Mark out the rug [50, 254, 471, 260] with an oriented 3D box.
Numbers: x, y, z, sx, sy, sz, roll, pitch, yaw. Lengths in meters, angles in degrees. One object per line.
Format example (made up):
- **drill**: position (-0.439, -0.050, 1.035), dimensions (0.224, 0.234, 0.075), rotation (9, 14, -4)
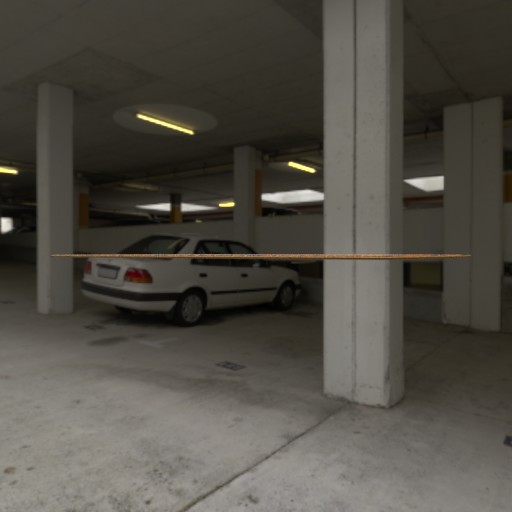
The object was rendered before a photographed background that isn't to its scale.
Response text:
- **rug**: position (0.000, 0.000, 2.203), dimensions (1.758, 0.013, 1.148), rotation (0, 0, 36)
